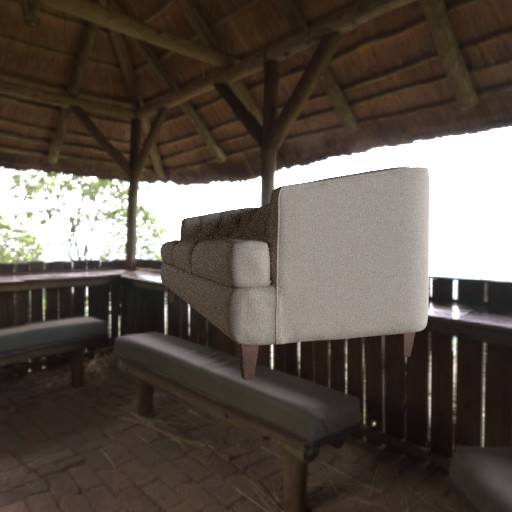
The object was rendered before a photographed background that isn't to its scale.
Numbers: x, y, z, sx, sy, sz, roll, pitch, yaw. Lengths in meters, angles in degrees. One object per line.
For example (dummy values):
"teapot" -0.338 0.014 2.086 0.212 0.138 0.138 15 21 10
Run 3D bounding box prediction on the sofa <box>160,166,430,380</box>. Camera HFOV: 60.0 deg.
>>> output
"sofa" 0.000 0.000 2.646 0.913 0.788 2.235 -1 2 -18
